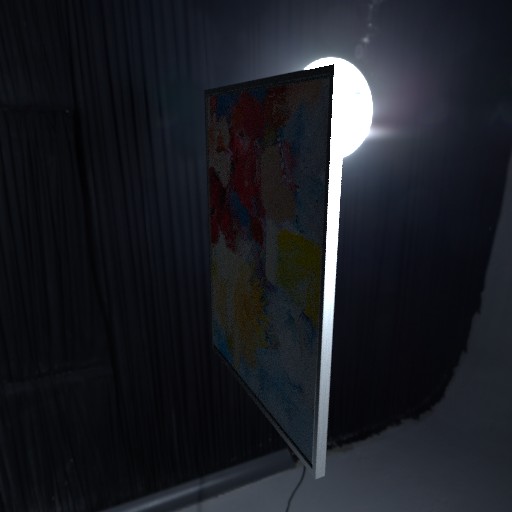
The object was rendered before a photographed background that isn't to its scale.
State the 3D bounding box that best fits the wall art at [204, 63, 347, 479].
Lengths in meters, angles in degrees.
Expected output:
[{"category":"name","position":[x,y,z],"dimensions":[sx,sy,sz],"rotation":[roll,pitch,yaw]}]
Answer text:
[{"category":"wall art","position":[0.000,0.000,1.417],"dimensions":[0.030,1.046,0.816],"rotation":[-8,18,-24]}]
